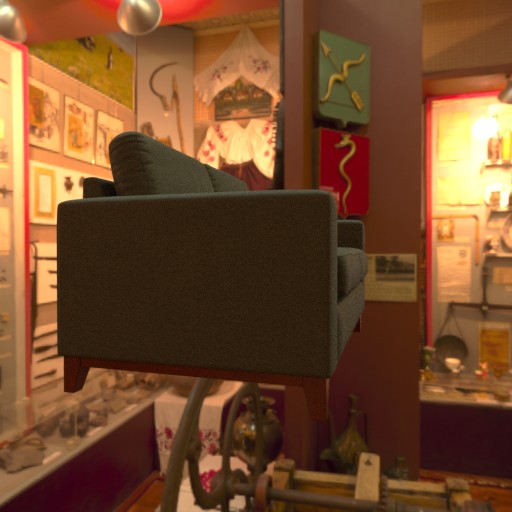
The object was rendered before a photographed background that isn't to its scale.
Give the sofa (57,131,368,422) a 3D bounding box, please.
[{"bbox_3d":[0.000,0.000,2.044,0.955,0.903,1.489,0,1,17],"label":"sofa"}]
